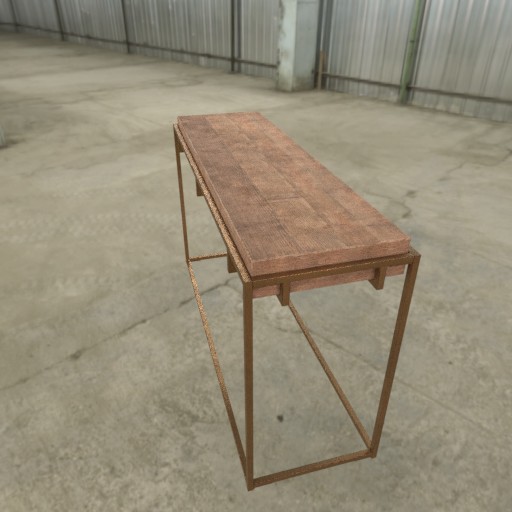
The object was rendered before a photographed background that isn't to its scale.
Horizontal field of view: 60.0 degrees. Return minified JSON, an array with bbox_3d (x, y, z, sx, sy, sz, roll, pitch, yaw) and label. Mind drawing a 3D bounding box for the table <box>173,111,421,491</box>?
[{"bbox_3d":[0.000,0.000,1.789,0.440,0.820,1.400,-8,32,-13],"label":"table"}]
